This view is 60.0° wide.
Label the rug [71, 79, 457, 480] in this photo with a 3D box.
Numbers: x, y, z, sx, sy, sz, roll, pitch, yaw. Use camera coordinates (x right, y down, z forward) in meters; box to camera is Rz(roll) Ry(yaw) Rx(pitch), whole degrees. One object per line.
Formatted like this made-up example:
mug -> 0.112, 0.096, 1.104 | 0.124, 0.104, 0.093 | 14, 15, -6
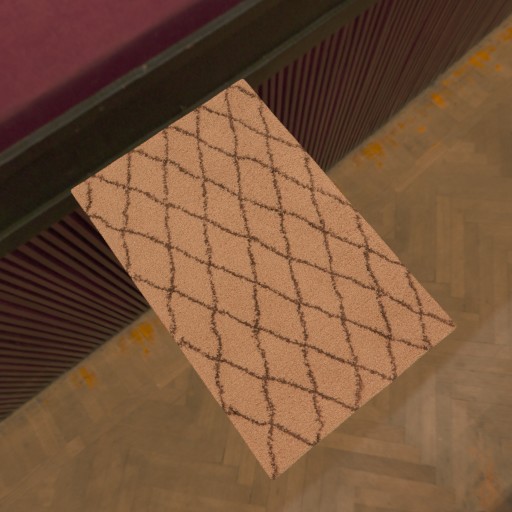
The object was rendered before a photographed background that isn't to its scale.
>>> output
rug -> 0.000, 0.000, 3.518 | 1.778, 0.030, 2.743 | -36, 78, -9
